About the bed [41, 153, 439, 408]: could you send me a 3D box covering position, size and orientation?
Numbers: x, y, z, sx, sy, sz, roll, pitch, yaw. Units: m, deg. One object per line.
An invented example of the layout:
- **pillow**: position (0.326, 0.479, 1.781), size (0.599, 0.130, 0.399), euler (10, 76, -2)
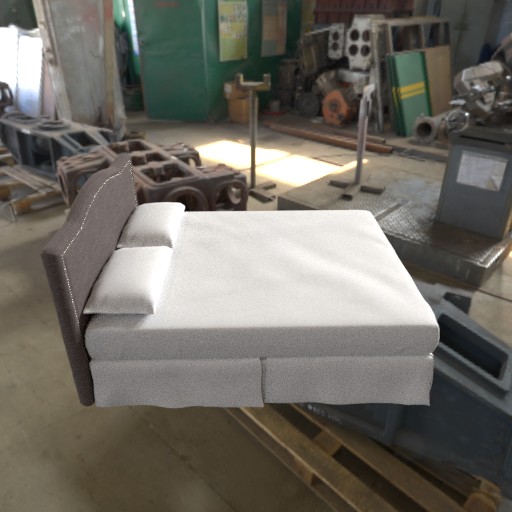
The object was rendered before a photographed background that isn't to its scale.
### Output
- **bed**: position (0.000, 0.000, 3.910), size (2.689, 1.457, 2.161), euler (-1, 30, -1)
